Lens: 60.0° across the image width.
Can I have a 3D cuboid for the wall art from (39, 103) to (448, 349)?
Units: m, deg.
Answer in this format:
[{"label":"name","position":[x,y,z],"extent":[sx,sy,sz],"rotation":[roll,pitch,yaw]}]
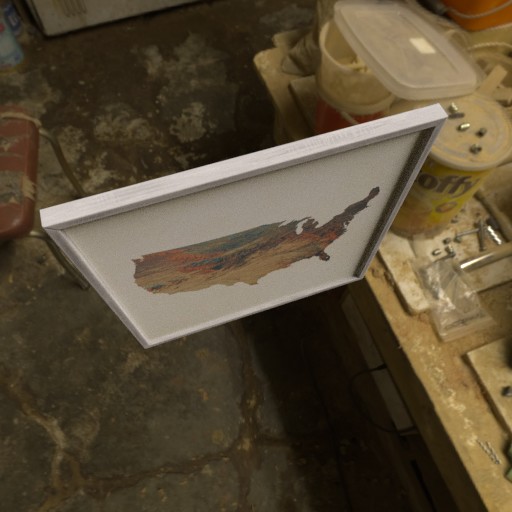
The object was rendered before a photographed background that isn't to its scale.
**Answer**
[{"label":"wall art","position":[0.000,0.000,0.451],"extent":[0.303,0.303,0.015],"rotation":[-17,64,-8]}]
